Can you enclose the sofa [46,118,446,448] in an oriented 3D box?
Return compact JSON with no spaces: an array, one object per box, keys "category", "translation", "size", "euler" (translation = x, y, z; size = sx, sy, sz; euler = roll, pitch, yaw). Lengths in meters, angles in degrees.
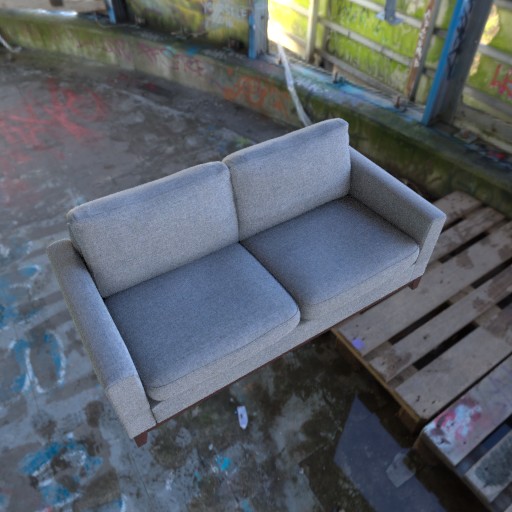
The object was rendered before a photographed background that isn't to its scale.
[{"category":"sofa","translation":[0.000,0.000,2.476],"size":[1.978,0.892,0.969],"euler":[-24,51,-22]}]
